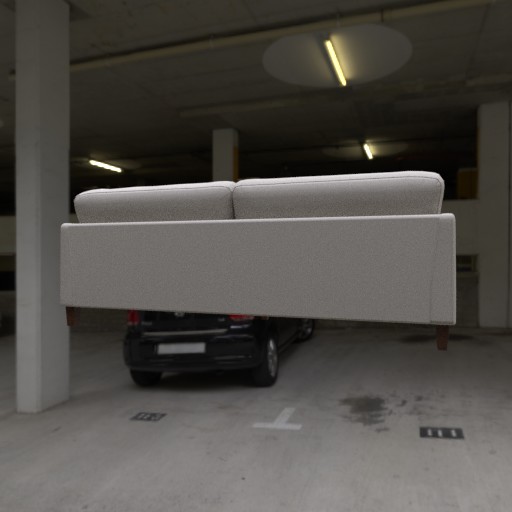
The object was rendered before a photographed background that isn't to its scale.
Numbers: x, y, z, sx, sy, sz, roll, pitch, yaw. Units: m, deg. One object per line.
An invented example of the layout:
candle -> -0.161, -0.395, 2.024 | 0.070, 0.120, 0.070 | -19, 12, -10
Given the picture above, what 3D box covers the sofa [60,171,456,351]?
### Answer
sofa -> 0.000, 0.000, 2.820 | 2.301, 0.863, 0.957 | 0, 1, 19
